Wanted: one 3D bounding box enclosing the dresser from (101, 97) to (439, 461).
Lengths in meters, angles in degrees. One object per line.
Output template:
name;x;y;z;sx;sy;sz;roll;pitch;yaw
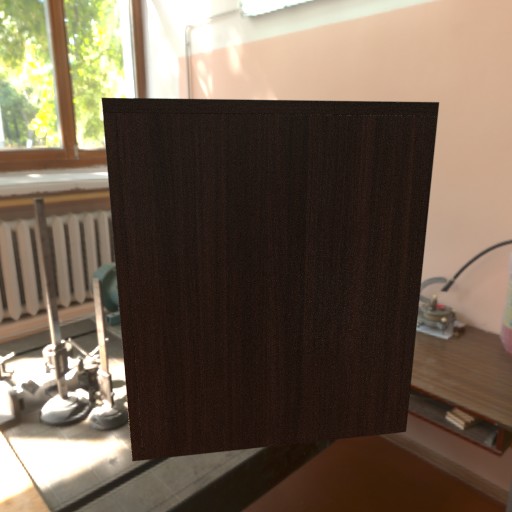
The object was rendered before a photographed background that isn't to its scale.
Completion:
dresser;0.000;0.000;0.747;0.400;0.470;0.360;-2;15;-9
